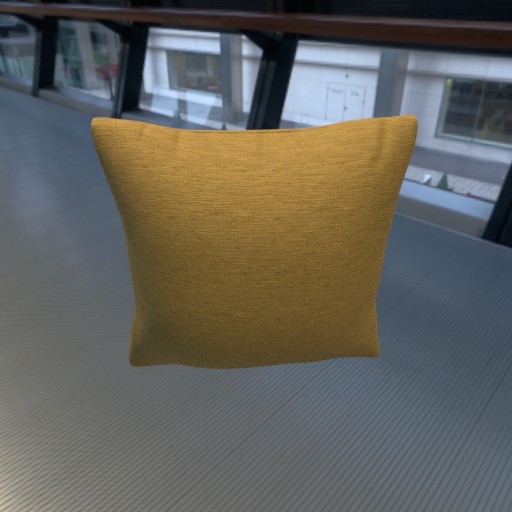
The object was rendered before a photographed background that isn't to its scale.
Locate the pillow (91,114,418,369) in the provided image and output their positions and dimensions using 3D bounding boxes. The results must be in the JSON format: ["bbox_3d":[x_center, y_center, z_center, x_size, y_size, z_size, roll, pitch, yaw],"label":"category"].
[{"bbox_3d":[0.000,0.000,0.678,0.435,0.417,0.247,-1,29,-3],"label":"pillow"}]
